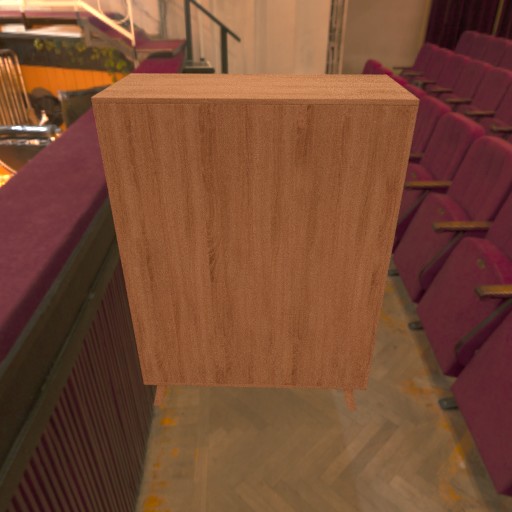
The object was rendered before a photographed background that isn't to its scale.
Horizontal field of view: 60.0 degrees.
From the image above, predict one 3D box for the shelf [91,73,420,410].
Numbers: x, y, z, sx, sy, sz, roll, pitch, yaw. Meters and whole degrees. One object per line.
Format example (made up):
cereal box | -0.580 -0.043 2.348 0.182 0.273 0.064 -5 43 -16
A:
shelf | 0.000 0.000 1.898 1.000 1.390 0.450 1 31 2
